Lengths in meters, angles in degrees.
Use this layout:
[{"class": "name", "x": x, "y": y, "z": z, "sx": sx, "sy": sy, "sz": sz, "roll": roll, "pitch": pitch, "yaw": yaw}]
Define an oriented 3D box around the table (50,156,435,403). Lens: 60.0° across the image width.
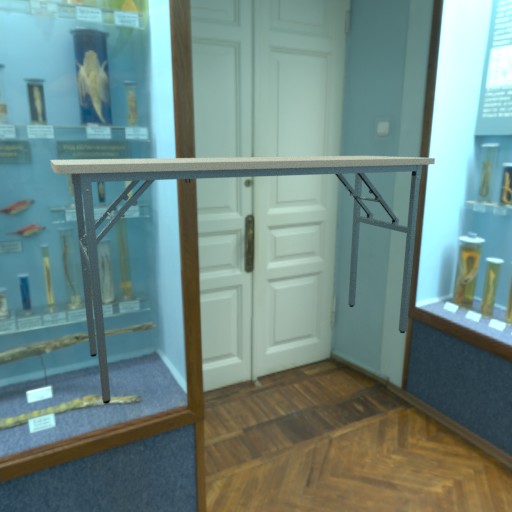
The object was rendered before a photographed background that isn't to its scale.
[{"class": "table", "x": 0.000, "y": 0.000, "z": 1.752, "sx": 1.397, "sy": 0.750, "sz": 0.446, "roll": -7, "pitch": 16, "yaw": -25}]
